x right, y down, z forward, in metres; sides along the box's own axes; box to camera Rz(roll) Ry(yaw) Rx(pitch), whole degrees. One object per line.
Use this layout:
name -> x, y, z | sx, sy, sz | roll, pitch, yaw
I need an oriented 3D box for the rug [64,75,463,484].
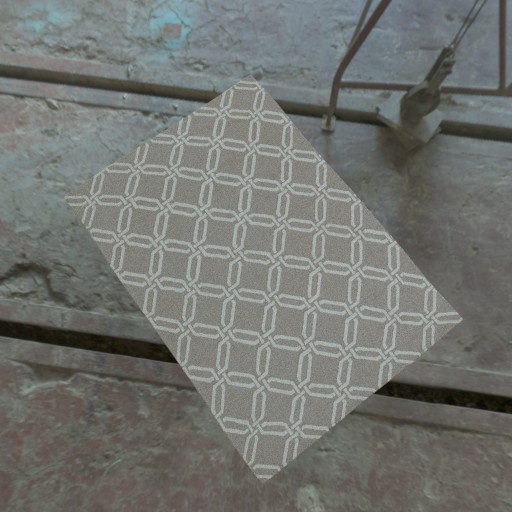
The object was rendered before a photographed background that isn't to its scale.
rug -> 0.000, 0.000, 2.756 | 1.524, 0.013, 2.135 | -36, 78, -9
